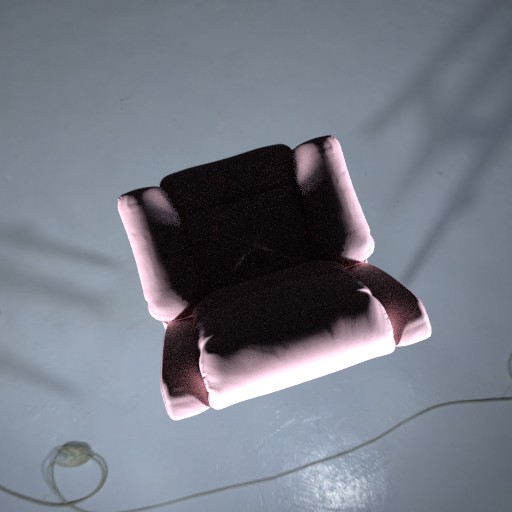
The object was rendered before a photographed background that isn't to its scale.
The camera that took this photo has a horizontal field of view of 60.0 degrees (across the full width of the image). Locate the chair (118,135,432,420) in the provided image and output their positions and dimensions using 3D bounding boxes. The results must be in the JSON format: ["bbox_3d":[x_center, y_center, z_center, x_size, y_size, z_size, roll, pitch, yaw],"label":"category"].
[{"bbox_3d":[0.000,0.000,1.273,0.680,0.702,0.709,-17,77,-4],"label":"chair"}]
